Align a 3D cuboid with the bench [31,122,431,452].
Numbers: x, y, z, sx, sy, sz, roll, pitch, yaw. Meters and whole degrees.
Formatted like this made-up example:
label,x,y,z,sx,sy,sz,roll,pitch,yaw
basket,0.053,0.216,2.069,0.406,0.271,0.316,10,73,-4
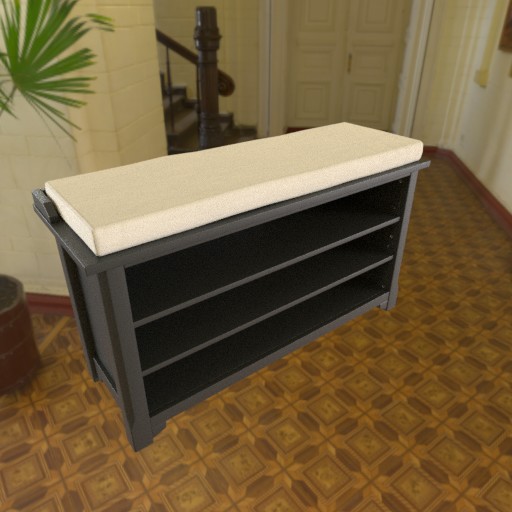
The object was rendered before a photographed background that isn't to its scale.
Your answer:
label,x,y,z,sx,sy,sz,roll,pitch,yaw
bench,0.000,0.000,1.218,0.973,0.561,0.345,-20,35,-32
